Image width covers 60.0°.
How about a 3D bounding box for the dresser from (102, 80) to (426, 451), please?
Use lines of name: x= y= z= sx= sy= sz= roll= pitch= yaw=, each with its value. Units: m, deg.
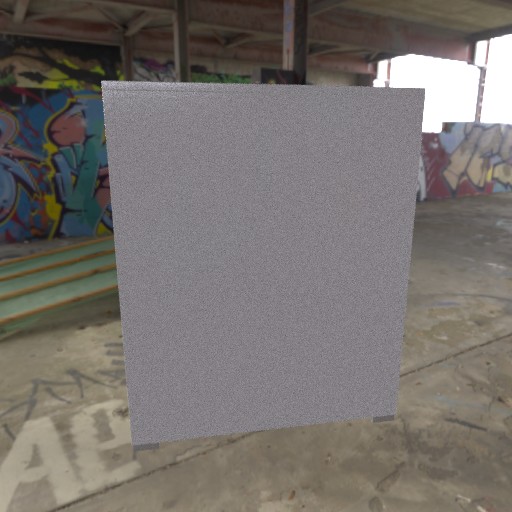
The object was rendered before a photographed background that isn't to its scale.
dresser: x=0.000 y=0.000 z=1.161 sx=0.650 sy=0.800 sz=0.400 roll=-3 pitch=15 yaw=-10
